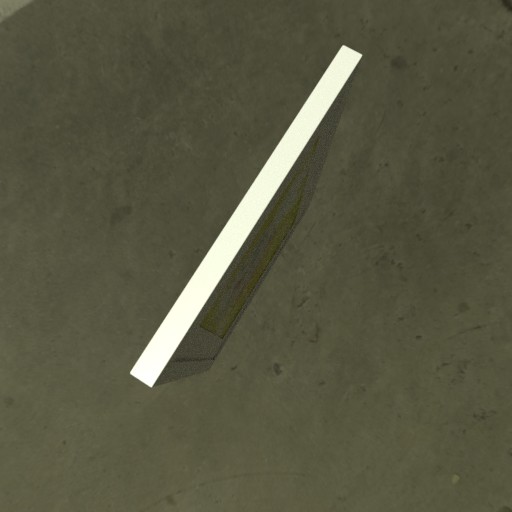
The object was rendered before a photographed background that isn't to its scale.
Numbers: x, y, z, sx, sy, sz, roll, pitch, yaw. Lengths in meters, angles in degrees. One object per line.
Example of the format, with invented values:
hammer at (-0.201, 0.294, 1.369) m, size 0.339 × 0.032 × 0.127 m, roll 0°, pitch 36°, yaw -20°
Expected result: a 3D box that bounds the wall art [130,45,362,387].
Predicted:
wall art at (0.000, 0.000, 0.765) m, size 0.028 × 0.556 × 0.454 m, roll 31°, pitch 79°, yaw 7°
